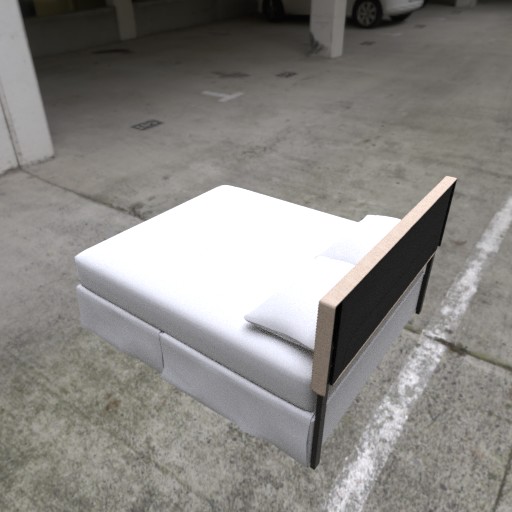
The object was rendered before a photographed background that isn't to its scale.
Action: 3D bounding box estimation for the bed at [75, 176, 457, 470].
[{"bbox_3d":[0.000,0.000,2.879,1.876,1.016,1.616,21,37,31],"label":"bed"}]
